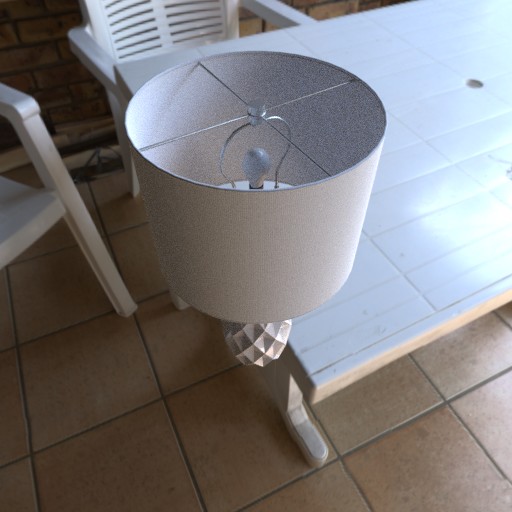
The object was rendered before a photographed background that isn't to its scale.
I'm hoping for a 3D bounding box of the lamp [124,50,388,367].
[{"bbox_3d":[0.000,0.000,0.700,0.297,0.522,0.297,0,48,0],"label":"lamp"}]
